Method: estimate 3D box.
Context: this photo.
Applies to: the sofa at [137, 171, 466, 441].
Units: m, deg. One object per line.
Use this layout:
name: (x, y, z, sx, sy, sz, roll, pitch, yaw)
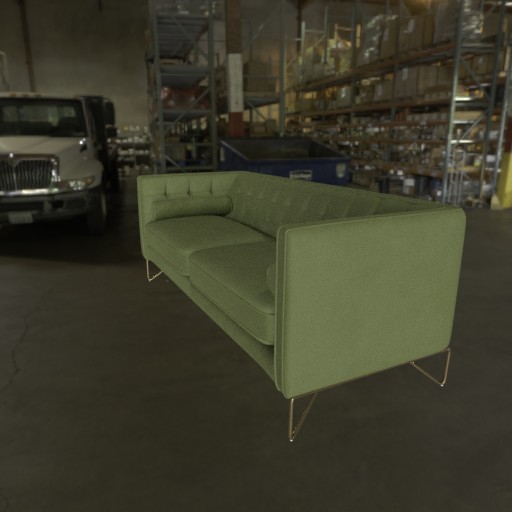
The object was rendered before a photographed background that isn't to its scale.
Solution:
sofa: (0.000, 0.000, 2.525, 0.867, 0.789, 2.087, -8, 17, -26)
